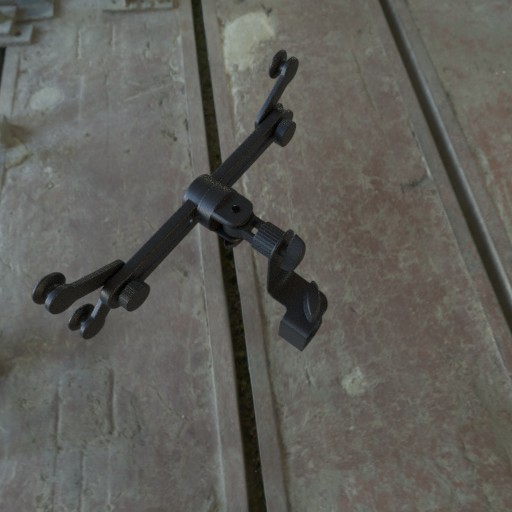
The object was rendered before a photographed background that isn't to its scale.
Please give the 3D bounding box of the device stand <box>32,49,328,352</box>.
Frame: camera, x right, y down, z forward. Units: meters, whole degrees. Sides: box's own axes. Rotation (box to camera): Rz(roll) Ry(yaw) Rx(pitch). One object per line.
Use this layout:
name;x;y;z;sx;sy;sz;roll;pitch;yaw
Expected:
device stand;0.000;0.000;0.366;0.142;0.166;0.270;34;69;15
